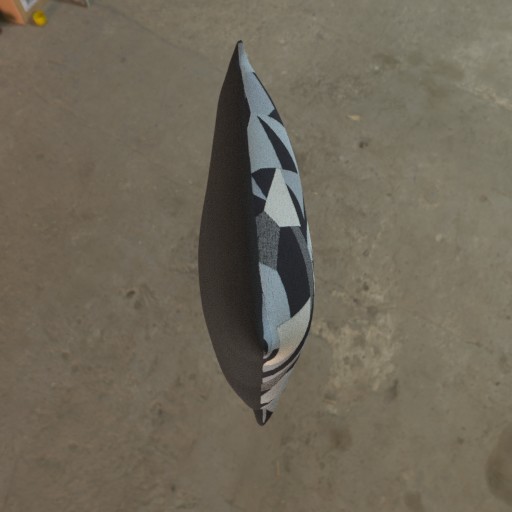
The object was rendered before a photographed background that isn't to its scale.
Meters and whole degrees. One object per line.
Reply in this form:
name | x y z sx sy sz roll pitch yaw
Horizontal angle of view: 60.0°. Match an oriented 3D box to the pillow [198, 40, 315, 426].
pillow | 0.000 0.000 0.774 0.208 0.496 0.503 -3 62 -2
